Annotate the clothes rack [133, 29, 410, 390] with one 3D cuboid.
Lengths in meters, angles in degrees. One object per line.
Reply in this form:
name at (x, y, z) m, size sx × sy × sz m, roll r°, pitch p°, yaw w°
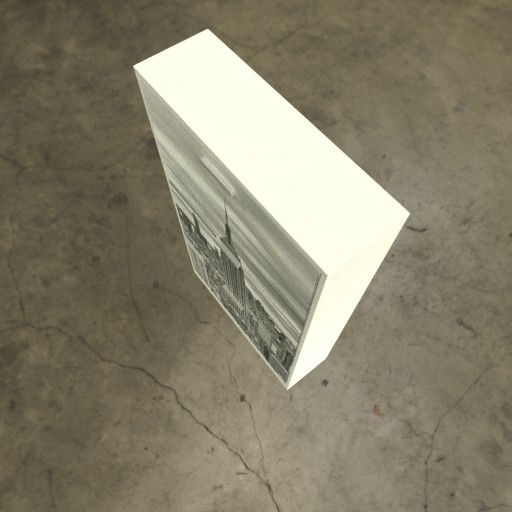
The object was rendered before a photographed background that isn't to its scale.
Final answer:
clothes rack at (0.000, 0.000, 1.614) m, size 0.250 × 1.280 × 0.750 m, roll -35°, pitch 68°, yaw -16°
